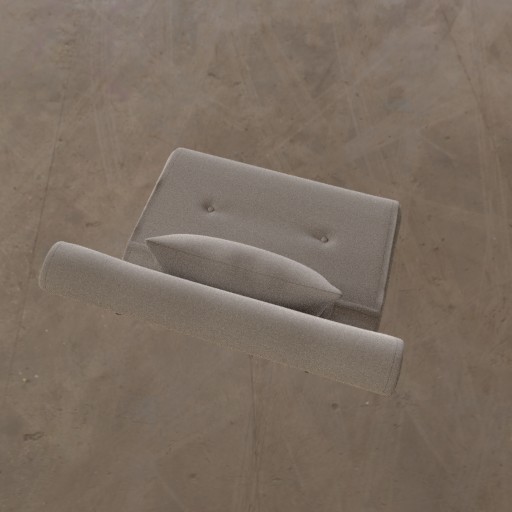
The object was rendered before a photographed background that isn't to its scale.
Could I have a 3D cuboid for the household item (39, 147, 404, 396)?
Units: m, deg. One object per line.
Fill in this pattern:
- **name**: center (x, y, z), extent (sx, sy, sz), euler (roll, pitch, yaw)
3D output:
- **household item**: center (0.000, 0.000, 1.641), extent (1.000, 0.800, 0.874), euler (15, 64, 8)
